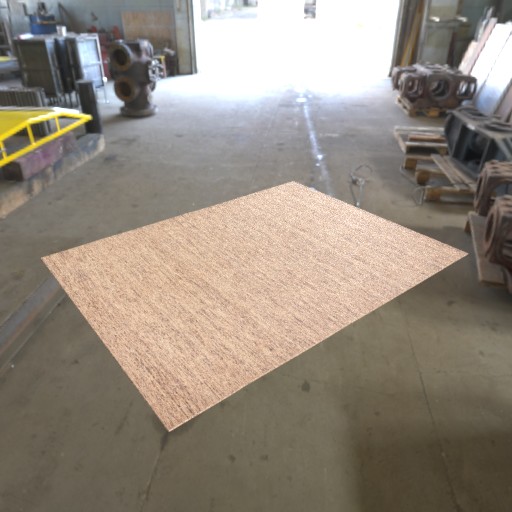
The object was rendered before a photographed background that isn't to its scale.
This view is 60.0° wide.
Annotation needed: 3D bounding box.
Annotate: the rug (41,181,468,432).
[{"bbox_3d":[0.000,0.000,4.175,3.205,0.013,2.448,-22,37,-32],"label":"rug"}]
